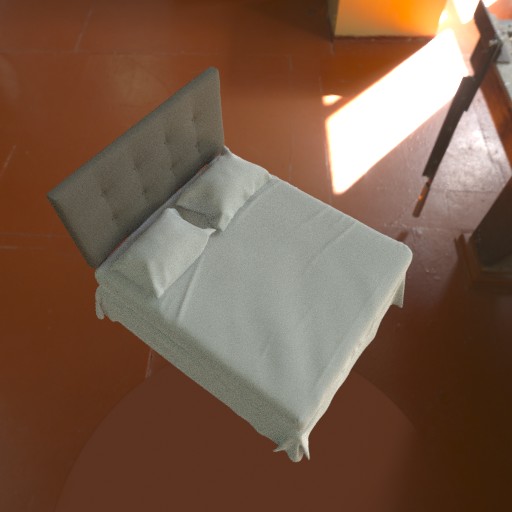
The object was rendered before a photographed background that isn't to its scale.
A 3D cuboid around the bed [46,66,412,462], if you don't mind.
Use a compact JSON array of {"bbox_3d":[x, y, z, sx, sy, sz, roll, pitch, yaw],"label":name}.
[{"bbox_3d":[0.000,0.000,3.418,2.222,1.577,1.936,32,63,19],"label":"bed"}]
